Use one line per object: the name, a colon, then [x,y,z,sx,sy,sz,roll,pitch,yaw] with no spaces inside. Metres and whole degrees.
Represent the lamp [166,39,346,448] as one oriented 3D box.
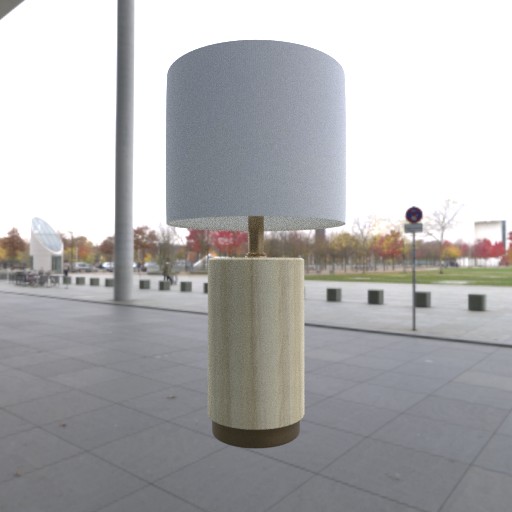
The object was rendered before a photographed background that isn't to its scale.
lamp: [0.000,0.000,0.567,0.228,0.444,0.228,1,-1,-36]
